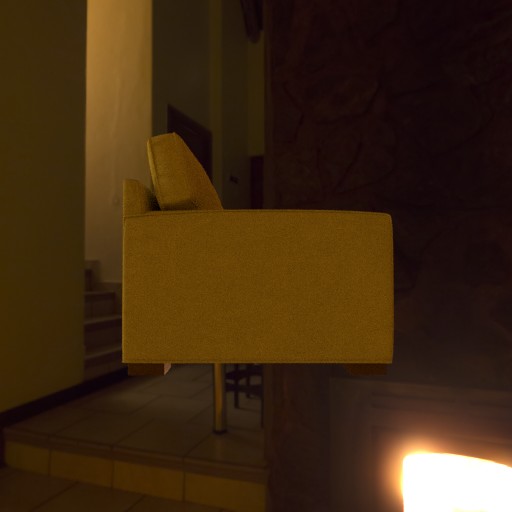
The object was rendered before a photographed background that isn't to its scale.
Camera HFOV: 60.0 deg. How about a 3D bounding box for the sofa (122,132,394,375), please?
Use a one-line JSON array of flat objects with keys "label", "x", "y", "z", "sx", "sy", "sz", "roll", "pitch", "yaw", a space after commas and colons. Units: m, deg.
[{"label": "sofa", "x": 0.000, "y": 0.000, "z": 2.548, "sx": 0.936, "sy": 0.862, "sz": 2.093, "roll": 0, "pitch": -1, "yaw": -1}]
